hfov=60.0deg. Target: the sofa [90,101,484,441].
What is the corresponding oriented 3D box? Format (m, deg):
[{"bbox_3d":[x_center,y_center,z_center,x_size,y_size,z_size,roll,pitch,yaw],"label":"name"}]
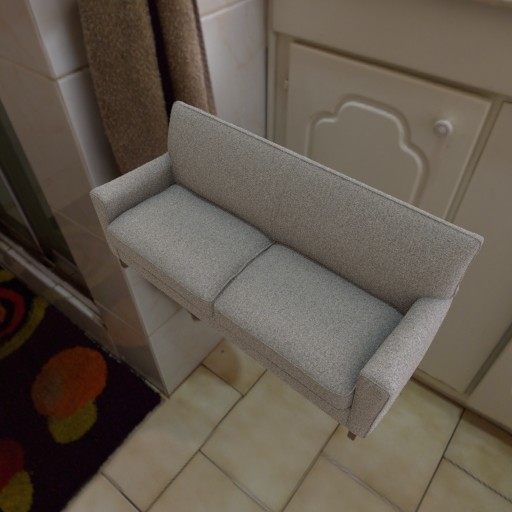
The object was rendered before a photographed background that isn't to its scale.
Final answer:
[{"bbox_3d":[0.000,0.000,2.526,2.026,0.942,0.854,31,54,26],"label":"sofa"}]
